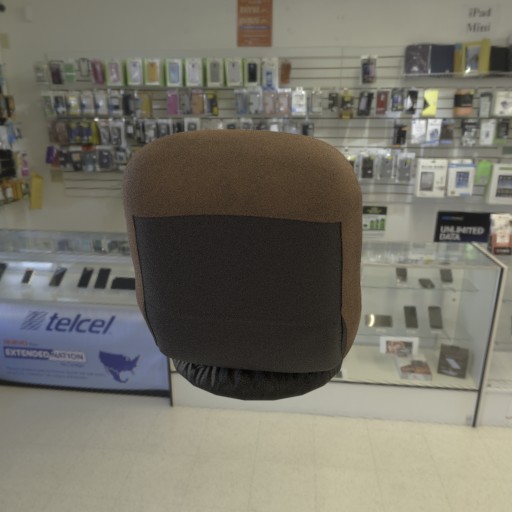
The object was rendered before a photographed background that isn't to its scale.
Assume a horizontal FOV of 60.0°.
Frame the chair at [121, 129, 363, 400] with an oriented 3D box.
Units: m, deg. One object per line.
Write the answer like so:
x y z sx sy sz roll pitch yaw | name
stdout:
0.000 0.000 1.062 0.521 0.594 0.597 3 17 8 | chair
